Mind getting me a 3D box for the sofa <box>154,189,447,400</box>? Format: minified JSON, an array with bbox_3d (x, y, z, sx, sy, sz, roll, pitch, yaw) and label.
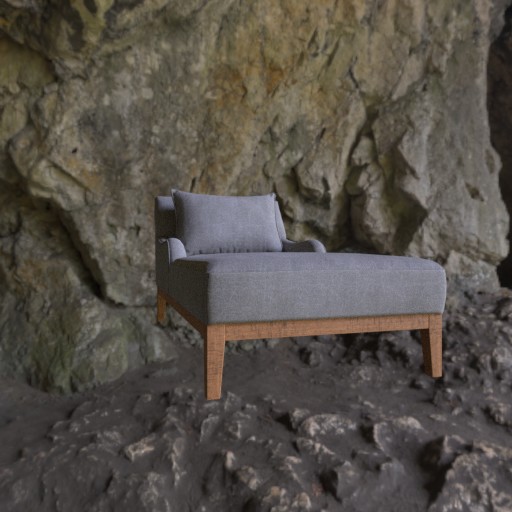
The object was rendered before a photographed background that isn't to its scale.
[{"bbox_3d":[0.000,0.000,2.282,0.894,0.859,1.779,0,0,-18],"label":"sofa"}]
